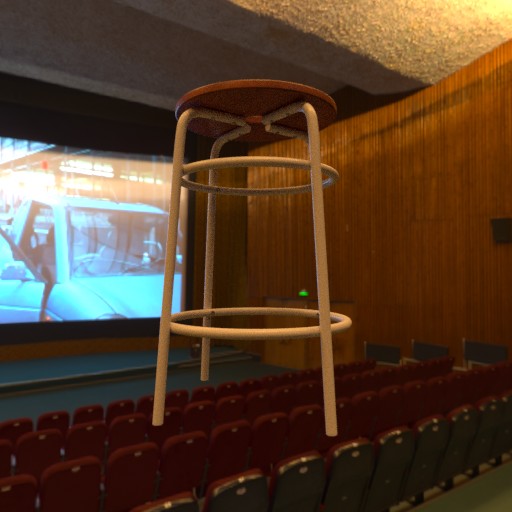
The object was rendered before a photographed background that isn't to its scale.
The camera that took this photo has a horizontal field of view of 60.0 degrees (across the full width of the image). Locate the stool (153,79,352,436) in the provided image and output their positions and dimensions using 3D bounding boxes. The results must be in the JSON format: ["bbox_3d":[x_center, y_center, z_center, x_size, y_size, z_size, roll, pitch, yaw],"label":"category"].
[{"bbox_3d":[0.000,0.000,0.932,0.455,0.610,0.455,1,-1,-36],"label":"stool"}]
